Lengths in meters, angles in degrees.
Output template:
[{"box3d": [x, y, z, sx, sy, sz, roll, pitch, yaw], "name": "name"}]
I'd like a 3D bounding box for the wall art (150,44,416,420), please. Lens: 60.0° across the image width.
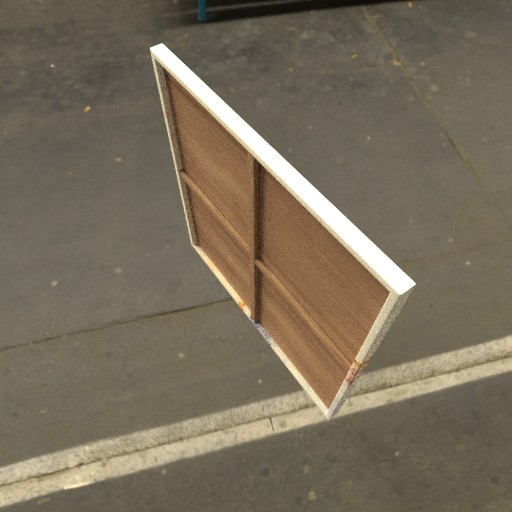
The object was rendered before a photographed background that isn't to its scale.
[{"box3d": [0.000, 0.000, 1.322, 0.038, 0.889, 0.889, -31, 62, -19], "name": "wall art"}]
